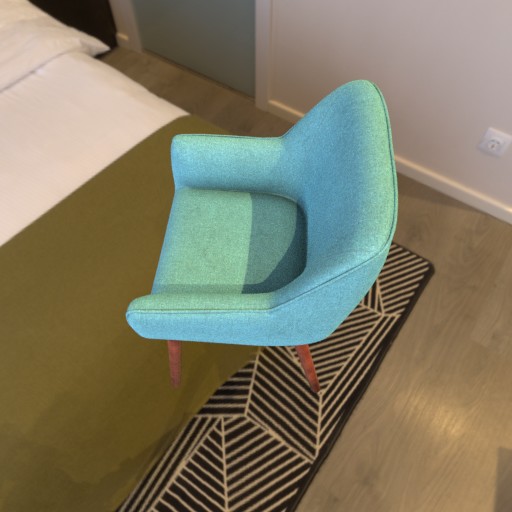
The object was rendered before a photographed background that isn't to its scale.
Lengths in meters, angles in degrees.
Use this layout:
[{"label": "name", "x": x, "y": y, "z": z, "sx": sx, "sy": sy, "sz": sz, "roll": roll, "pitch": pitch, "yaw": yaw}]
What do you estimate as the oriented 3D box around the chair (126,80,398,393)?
[{"label": "chair", "x": 0.000, "y": 0.000, "z": 1.169, "sx": 0.519, "sy": 0.803, "sz": 0.543, "roll": 4, "pitch": 57, "yaw": 3}]
